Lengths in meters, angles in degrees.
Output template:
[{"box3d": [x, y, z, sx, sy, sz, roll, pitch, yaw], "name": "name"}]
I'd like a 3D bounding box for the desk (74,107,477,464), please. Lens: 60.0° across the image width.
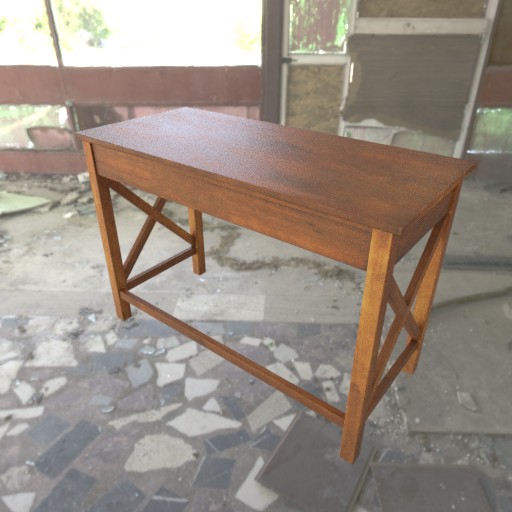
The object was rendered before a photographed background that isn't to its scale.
[{"box3d": [0.000, 0.000, 1.513, 1.117, 0.762, 0.508, 22, 37, 32], "name": "desk"}]
